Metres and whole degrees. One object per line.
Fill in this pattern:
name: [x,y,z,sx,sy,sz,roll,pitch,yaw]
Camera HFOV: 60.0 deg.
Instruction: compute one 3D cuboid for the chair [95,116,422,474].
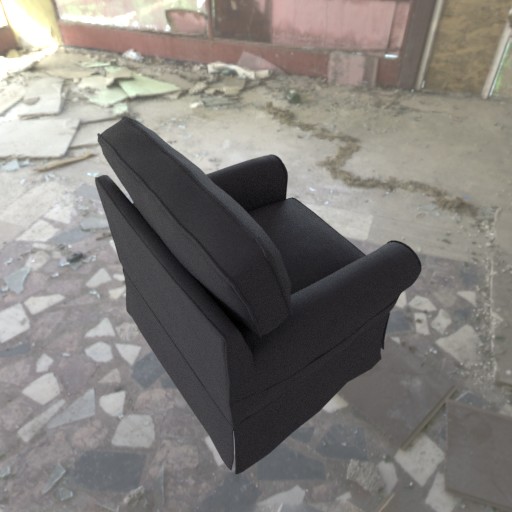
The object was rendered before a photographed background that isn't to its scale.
chair: [0.000,0.000,1.971,1.002,1.140,1.119,-25,48,-25]
